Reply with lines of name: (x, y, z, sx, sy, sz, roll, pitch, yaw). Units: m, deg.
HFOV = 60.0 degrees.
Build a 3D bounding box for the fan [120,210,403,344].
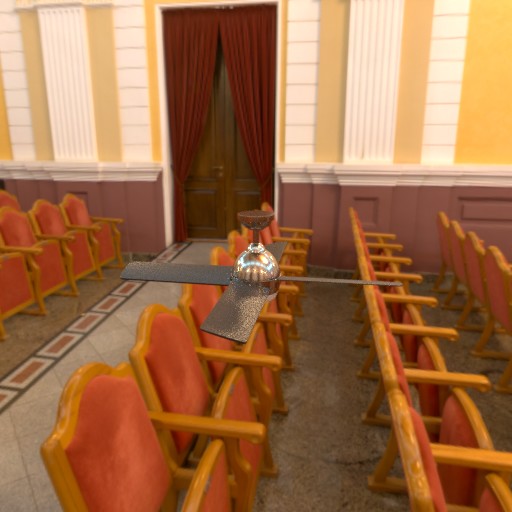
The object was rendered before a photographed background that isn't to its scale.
fan: (0.000, 0.000, 2.080, 1.332, 0.403, 1.332, 3, 15, 9)
